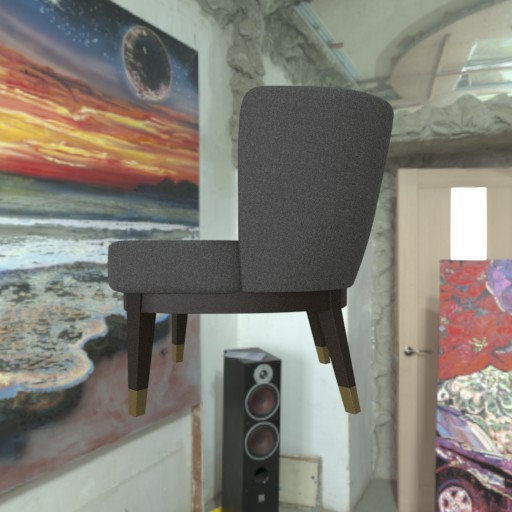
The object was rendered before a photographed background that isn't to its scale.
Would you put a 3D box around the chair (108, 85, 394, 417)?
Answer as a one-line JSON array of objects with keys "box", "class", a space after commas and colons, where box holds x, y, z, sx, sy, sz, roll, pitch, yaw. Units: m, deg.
[{"box": [0.000, 0.000, 1.207, 0.698, 0.695, 0.639, 0, 0, 1], "class": "chair"}]
